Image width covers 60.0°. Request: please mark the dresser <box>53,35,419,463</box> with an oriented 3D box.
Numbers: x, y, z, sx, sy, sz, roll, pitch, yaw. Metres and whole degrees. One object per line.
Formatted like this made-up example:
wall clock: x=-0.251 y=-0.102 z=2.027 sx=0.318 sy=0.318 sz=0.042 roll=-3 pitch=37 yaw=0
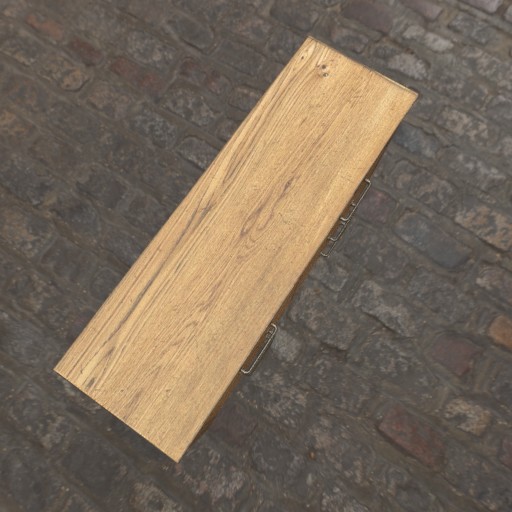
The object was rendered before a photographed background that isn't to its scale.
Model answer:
dresser: x=0.000 y=0.000 z=2.098 sx=0.563 sy=0.932 sz=1.657 roll=33 pitch=77 yaw=9
